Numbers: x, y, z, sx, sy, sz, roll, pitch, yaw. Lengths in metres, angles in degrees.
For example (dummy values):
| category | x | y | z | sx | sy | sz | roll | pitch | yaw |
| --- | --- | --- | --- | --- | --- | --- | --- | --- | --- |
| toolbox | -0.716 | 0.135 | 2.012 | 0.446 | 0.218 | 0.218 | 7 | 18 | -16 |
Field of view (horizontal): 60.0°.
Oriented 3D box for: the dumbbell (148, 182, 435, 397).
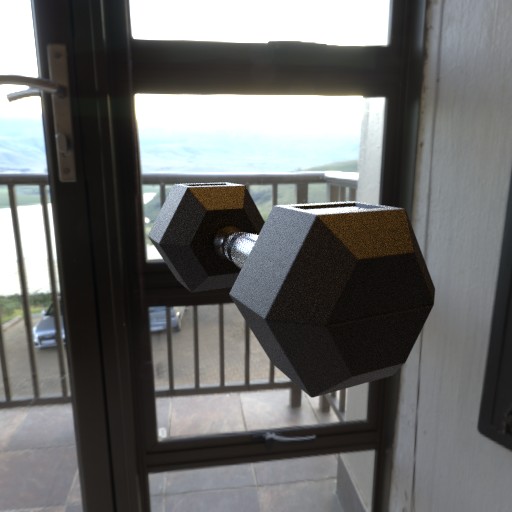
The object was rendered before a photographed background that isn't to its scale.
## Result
| category | x | y | z | sx | sy | sz | roll | pitch | yaw |
| --- | --- | --- | --- | --- | --- | --- | --- | --- | --- |
| dumbbell | 0.000 | 0.000 | 0.326 | 0.106 | 0.092 | 0.272 | -6 | 14 | -25 |
